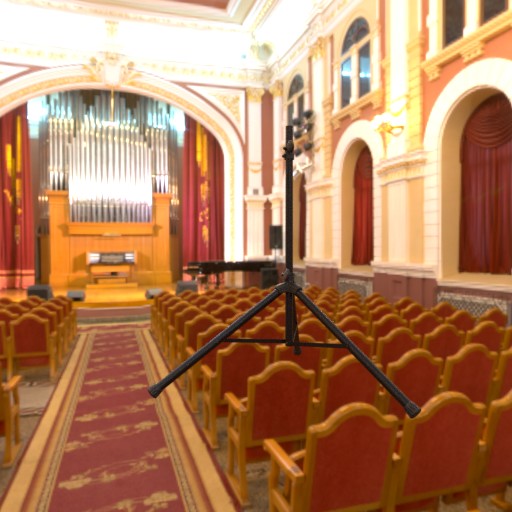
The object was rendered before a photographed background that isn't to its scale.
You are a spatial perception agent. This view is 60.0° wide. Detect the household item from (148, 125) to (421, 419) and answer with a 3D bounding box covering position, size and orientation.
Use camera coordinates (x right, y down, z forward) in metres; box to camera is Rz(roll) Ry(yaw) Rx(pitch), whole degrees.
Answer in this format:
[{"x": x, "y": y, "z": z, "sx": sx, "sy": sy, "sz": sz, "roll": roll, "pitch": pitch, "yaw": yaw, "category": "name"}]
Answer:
[{"x": 0.000, "y": 0.000, "z": 1.901, "sx": 0.907, "sy": 1.136, "sz": 1.045, "roll": 0, "pitch": 1, "yaw": -17, "category": "household item"}]
